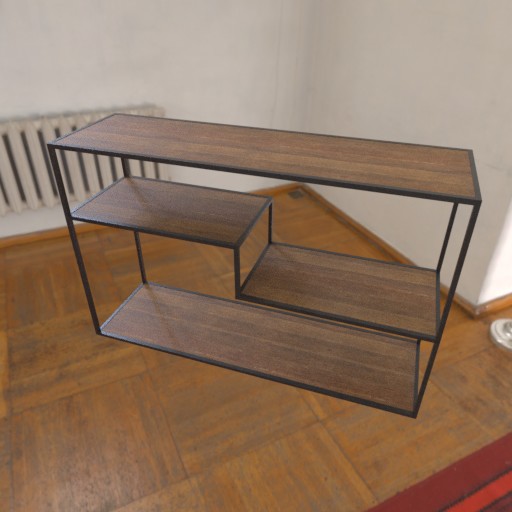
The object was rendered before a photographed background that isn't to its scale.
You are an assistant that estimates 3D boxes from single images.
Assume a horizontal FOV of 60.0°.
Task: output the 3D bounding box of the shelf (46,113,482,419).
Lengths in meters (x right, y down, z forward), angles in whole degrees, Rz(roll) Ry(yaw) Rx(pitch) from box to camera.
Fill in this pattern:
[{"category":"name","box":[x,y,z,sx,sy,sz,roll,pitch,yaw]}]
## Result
[{"category":"shelf","box":[0.000,0.000,1.506,1.201,0.765,0.361,11,34,16]}]
